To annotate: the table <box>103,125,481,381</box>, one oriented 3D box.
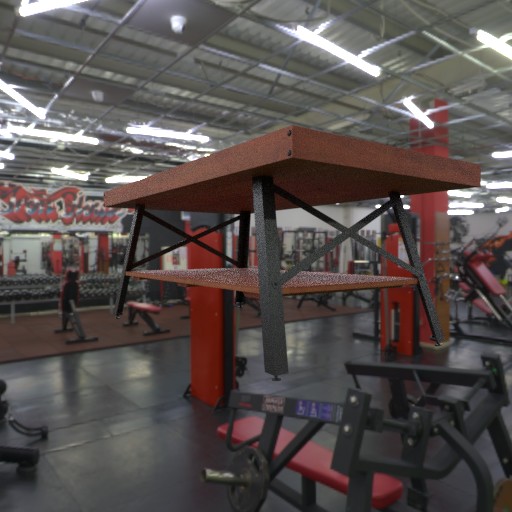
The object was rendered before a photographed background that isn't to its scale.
[{"bbox_3d":[0.000,0.000,1.358,0.610,0.457,1.067,-1,1,-35],"label":"table"}]
